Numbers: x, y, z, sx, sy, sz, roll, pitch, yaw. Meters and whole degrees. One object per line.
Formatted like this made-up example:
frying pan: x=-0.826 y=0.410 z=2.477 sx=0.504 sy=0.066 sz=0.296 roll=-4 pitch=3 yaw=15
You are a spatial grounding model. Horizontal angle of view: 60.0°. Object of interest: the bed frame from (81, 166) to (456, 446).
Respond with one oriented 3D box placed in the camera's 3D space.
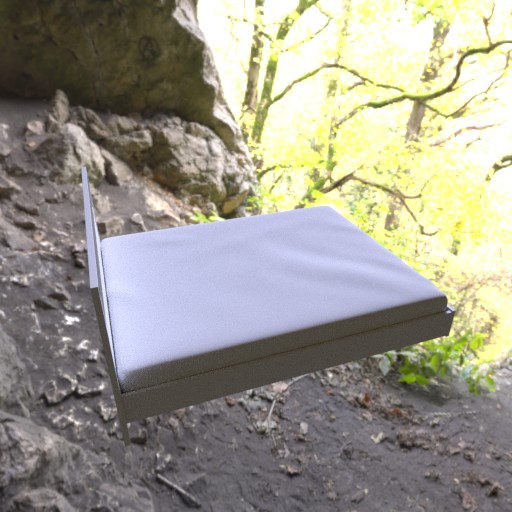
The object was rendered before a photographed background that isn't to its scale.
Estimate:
bed frame: x=0.000 y=0.000 z=3.109 sx=2.100 sy=1.001 sz=1.711 roll=-10 pitch=31 yaw=-17
